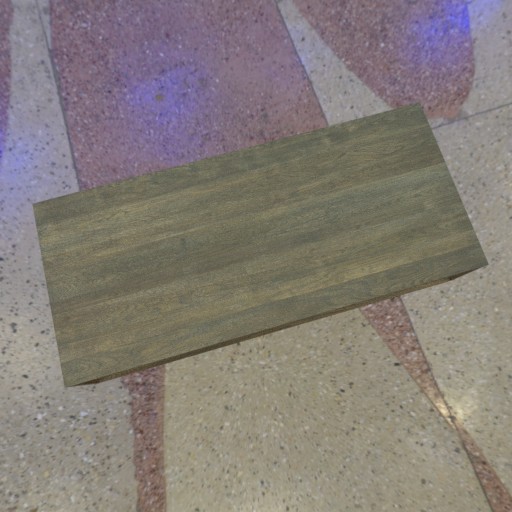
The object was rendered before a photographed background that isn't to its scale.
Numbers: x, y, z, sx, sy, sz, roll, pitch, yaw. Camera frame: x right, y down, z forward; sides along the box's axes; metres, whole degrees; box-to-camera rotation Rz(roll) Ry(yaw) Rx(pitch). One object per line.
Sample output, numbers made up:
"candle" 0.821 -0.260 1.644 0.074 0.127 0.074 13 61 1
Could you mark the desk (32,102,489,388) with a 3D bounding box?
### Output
"desk" 0.000 0.000 2.064 1.600 0.780 0.730 -16 77 -4
